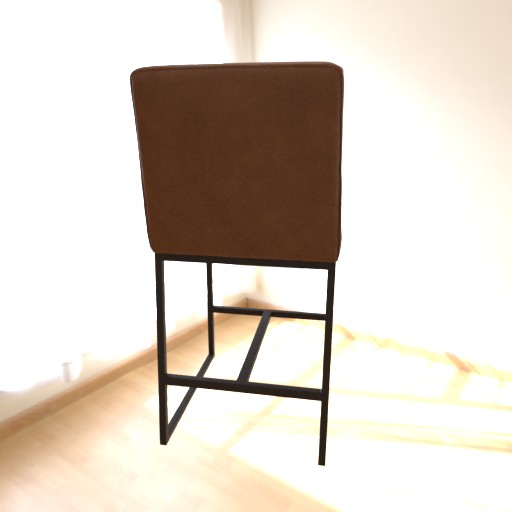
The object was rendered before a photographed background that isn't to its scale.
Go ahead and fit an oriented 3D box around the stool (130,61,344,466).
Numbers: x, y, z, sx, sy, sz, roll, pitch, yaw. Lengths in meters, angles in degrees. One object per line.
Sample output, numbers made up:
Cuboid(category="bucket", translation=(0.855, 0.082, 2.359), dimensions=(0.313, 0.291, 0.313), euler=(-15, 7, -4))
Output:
Cuboid(category="stool", translation=(0.000, 0.000, 1.235), dimensions=(0.458, 0.940, 0.556), euler=(3, 17, 10))
